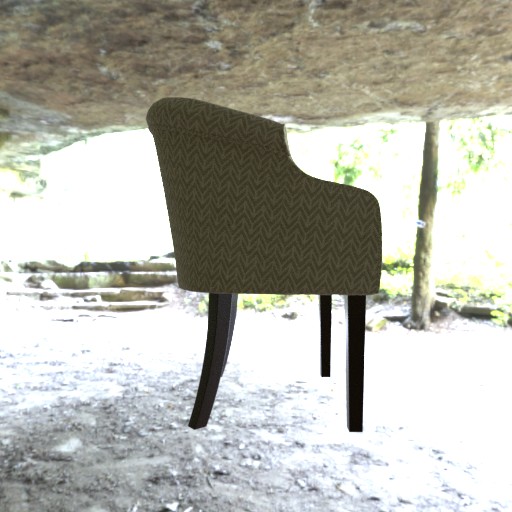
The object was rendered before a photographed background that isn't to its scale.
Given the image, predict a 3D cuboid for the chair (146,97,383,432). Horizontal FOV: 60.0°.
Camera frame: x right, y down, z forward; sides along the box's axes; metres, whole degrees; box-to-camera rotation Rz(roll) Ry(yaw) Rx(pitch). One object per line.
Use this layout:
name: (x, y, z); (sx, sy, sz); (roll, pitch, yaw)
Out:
chair: (0.000, 0.000, 1.340); (0.613, 0.858, 0.686); (0, 0, 1)
